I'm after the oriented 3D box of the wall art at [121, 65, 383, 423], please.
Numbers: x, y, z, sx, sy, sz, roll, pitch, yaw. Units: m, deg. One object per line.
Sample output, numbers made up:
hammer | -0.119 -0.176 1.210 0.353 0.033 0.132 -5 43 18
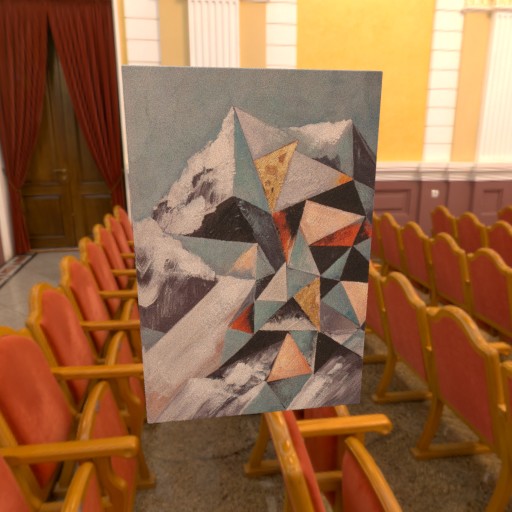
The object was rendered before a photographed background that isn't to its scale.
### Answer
wall art | 0.000 0.000 1.164 0.609 0.911 0.061 -2 15 -9
